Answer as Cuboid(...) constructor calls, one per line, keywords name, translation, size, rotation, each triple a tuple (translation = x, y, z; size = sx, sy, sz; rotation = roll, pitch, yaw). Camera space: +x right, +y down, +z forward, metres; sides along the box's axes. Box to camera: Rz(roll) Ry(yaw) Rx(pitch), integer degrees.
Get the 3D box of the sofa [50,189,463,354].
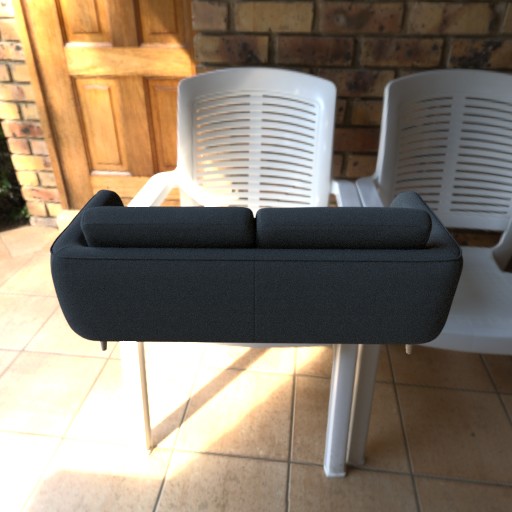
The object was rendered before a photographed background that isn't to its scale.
Cuboid(name="sofa", translation=(0.000, 0.000, 2.493), size=(2.000, 0.850, 0.920), rotation=(0, 31, 1))
